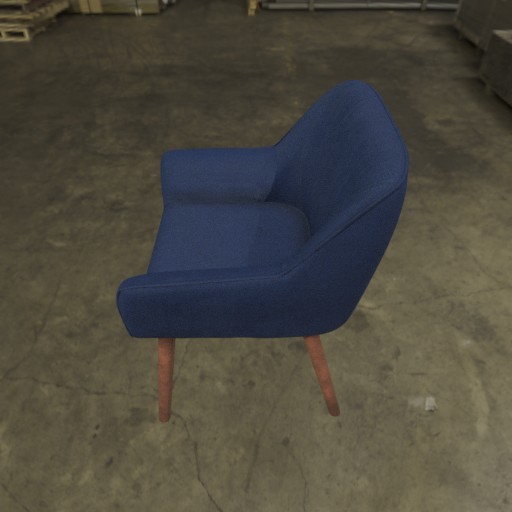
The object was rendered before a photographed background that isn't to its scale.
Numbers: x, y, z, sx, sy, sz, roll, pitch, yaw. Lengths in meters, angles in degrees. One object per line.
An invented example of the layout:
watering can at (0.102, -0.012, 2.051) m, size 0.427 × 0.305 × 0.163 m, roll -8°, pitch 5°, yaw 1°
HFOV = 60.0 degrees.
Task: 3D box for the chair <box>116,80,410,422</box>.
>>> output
chair at (0.000, 0.000, 1.231) m, size 0.600 × 0.820 × 0.600 m, roll 0°, pitch 41°, yaw 0°
